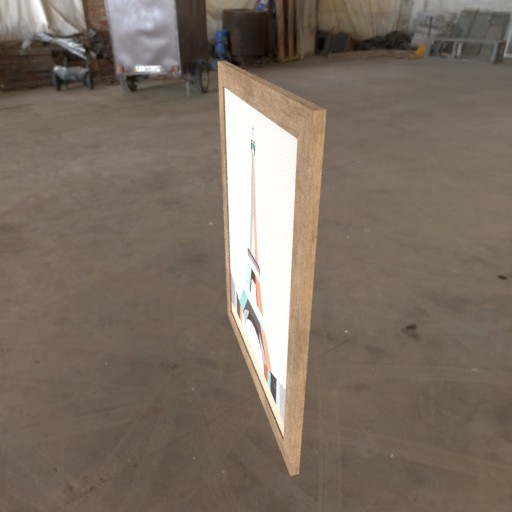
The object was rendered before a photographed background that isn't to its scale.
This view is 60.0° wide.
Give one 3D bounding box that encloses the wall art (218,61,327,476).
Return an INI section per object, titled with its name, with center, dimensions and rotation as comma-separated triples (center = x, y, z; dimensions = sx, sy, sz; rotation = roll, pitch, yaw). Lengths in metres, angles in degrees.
[wall art]
center = 0.000, 0.000, 0.913
dimensions = 0.018, 0.686, 0.534
rotation = -8, 31, -14
